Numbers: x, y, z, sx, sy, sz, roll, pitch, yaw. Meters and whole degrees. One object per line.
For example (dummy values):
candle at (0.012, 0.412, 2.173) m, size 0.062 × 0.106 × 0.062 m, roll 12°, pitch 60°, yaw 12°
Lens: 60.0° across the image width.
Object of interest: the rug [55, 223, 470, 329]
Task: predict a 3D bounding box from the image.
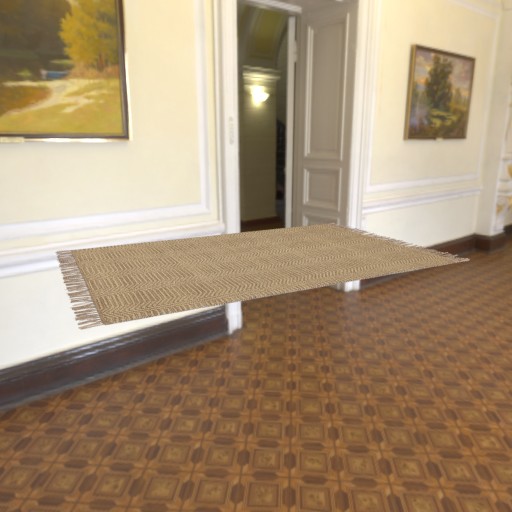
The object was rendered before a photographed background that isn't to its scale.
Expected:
rug at (0.000, 0.000, 3.118) m, size 2.523 × 0.034 × 1.528 m, roll -7°, pitch 17°, yaw -26°
